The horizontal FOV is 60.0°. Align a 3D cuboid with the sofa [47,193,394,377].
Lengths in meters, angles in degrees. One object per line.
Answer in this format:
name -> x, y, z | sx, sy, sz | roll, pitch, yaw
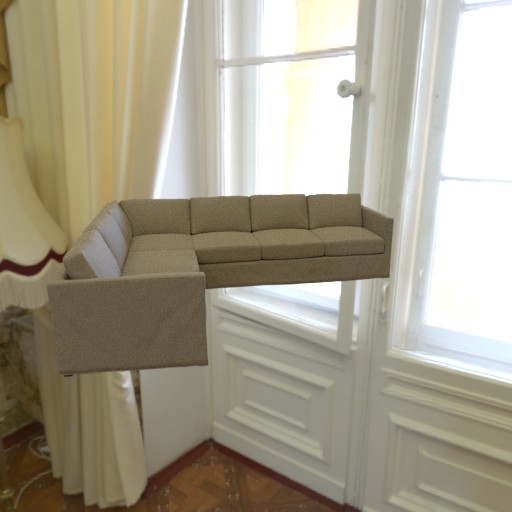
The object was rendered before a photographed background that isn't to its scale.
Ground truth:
sofa -> 0.000, 0.000, 4.297 | 3.182, 0.871, 2.432 | -3, 17, -11
